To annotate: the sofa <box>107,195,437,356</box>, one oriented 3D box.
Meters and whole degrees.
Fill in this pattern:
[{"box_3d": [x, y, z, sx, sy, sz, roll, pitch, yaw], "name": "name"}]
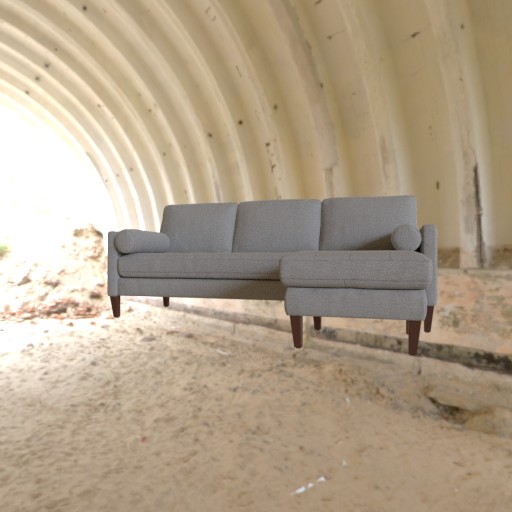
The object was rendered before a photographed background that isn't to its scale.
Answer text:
[{"box_3d": [0.000, 0.000, 2.868, 2.178, 0.875, 1.506, 0, 0, 18], "name": "sofa"}]
